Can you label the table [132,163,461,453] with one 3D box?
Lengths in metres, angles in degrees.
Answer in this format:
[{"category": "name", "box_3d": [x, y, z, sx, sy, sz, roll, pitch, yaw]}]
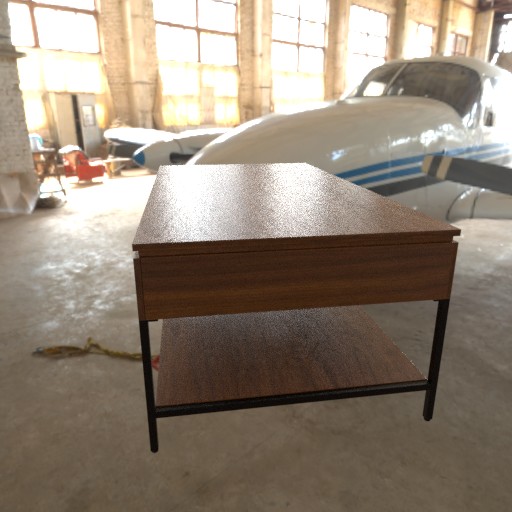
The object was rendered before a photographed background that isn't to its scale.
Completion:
[{"category": "table", "box_3d": [0.000, 0.000, 1.311, 0.574, 0.414, 1.057, -3, 18, -9]}]
